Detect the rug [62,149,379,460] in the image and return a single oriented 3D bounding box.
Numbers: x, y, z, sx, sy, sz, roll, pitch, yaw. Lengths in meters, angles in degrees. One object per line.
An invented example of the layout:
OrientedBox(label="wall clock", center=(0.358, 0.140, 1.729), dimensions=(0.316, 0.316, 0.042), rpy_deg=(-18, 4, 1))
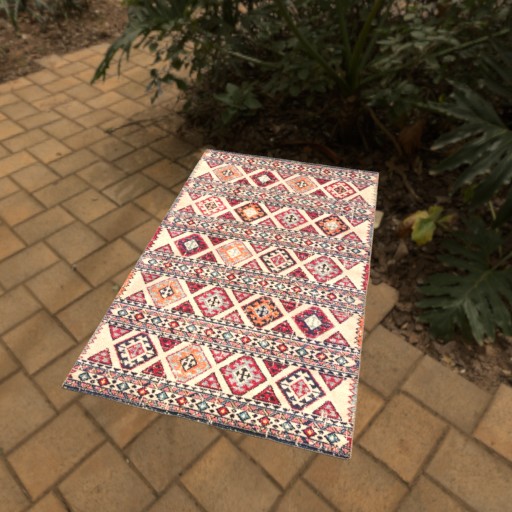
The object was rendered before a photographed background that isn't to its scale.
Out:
OrientedBox(label="rug", center=(0.000, 0.000, 3.061), dimensions=(1.545, 0.010, 2.440), rpy_deg=(10, 46, 10))
